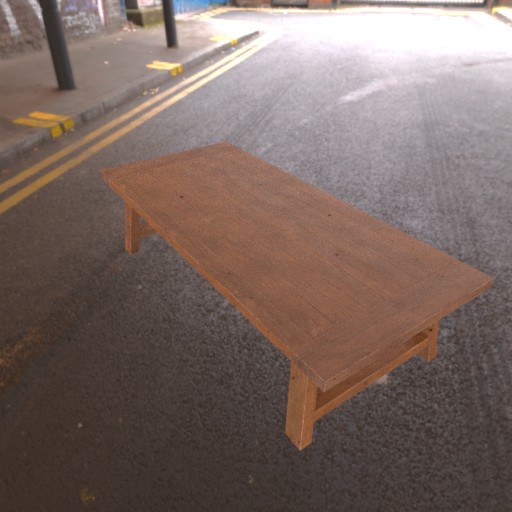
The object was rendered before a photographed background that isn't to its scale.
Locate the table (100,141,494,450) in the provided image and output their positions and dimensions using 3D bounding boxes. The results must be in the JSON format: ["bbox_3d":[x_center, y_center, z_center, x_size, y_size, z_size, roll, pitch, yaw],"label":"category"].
[{"bbox_3d":[0.000,0.000,2.135,0.820,0.465,1.800,-21,39,-29],"label":"table"}]
